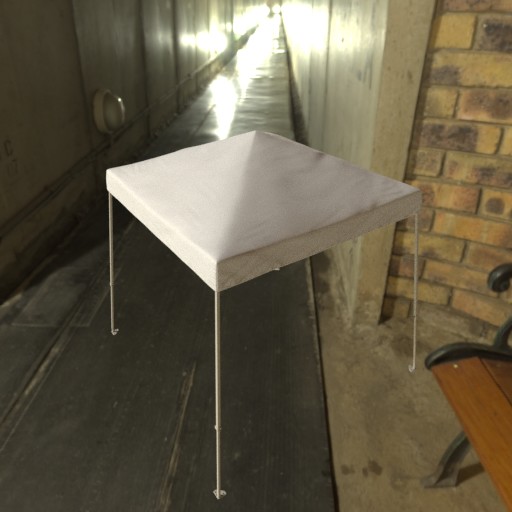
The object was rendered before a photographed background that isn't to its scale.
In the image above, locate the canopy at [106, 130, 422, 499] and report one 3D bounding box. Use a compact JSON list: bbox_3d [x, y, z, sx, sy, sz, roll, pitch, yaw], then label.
[{"bbox_3d":[0.000,0.000,6.377,3.600,3.600,3.599,-20,37,-29],"label":"canopy"}]
